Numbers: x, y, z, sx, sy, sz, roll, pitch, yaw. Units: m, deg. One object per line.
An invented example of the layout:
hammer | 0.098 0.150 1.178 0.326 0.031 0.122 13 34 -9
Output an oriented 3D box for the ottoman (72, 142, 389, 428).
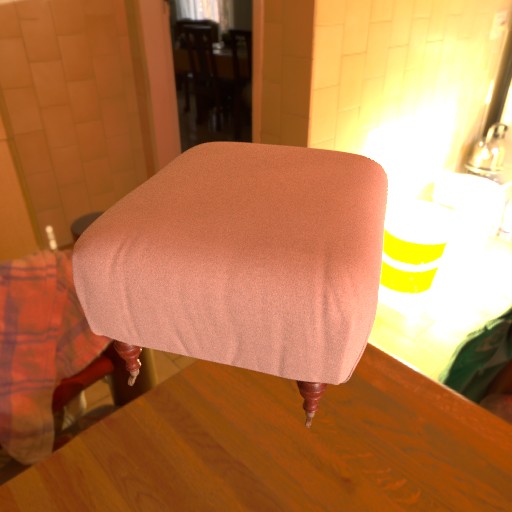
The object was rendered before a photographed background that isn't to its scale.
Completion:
ottoman | 0.000 0.000 1.160 0.622 0.450 0.746 9 32 14
